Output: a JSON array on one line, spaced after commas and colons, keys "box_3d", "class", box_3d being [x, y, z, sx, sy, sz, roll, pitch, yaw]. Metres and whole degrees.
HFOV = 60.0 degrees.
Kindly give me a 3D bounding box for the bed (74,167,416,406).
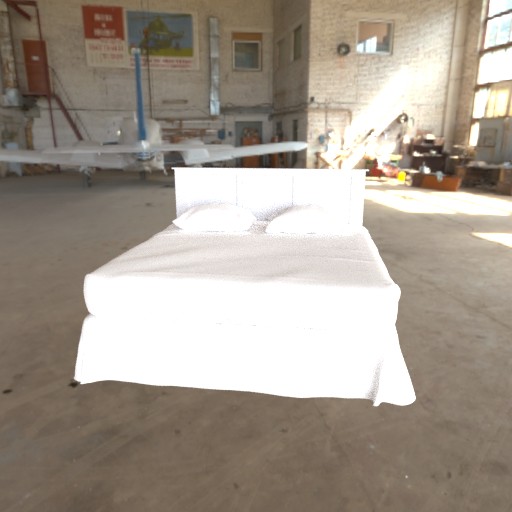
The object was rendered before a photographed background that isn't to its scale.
[{"box_3d": [0.000, 0.000, 3.648, 2.317, 1.273, 2.215, 2, 15, 8], "class": "bed"}]
